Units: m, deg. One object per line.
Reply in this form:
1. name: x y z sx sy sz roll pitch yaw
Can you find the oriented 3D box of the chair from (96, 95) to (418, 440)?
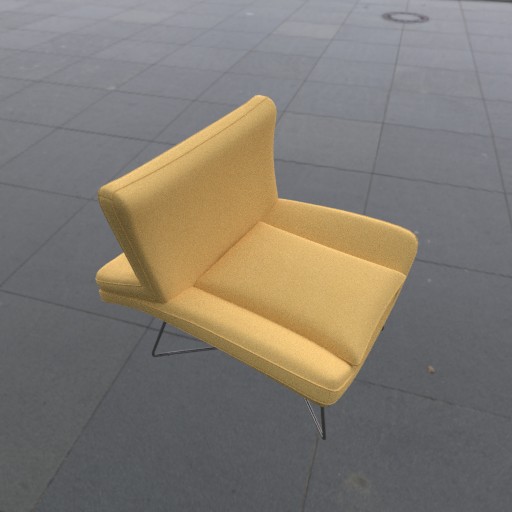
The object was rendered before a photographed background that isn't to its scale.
1. chair: 0.000 0.000 1.648 1.008 0.855 0.859 22 45 24
